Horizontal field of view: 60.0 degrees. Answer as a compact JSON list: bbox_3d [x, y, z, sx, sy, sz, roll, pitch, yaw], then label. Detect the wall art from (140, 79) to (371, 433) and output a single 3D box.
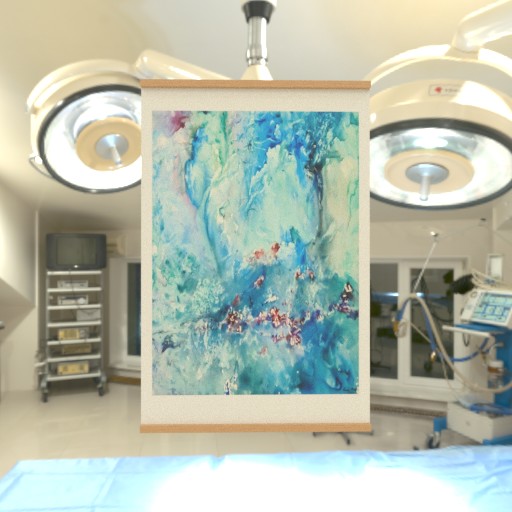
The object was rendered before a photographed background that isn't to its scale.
[{"bbox_3d":[0.000,0.000,0.649,0.335,0.510,0.013,0,0,-1],"label":"wall art"}]
